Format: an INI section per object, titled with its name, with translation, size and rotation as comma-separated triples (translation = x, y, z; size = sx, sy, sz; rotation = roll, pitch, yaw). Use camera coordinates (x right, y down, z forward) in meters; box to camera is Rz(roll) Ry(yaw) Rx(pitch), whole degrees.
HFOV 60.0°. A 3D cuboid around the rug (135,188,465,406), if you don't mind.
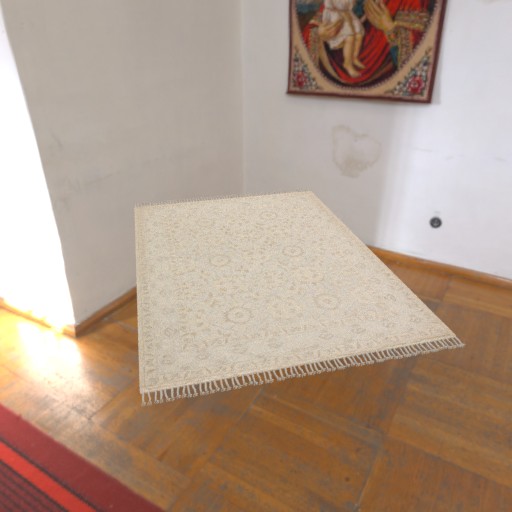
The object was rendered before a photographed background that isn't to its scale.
[rug]
translation = 0.000, 0.000, 2.329
size = 1.223, 0.015, 1.771
rotation = -7, 30, -12
